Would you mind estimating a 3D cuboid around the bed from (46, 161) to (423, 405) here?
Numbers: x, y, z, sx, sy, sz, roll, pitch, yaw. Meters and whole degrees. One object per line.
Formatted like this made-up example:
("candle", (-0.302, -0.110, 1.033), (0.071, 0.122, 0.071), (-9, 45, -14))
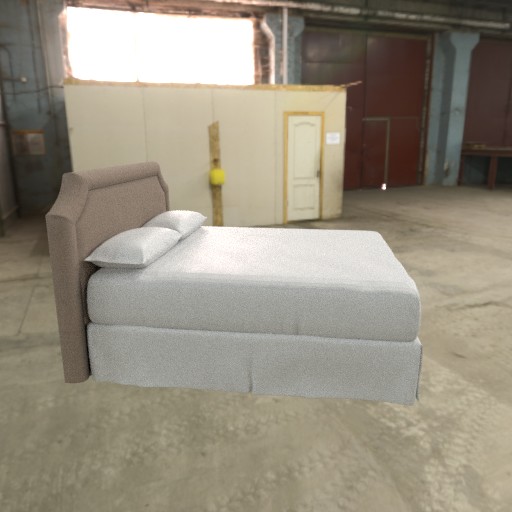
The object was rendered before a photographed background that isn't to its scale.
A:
("bed", (0.000, 0.000, 3.305), (2.164, 1.303, 1.828), (2, 15, 7))
